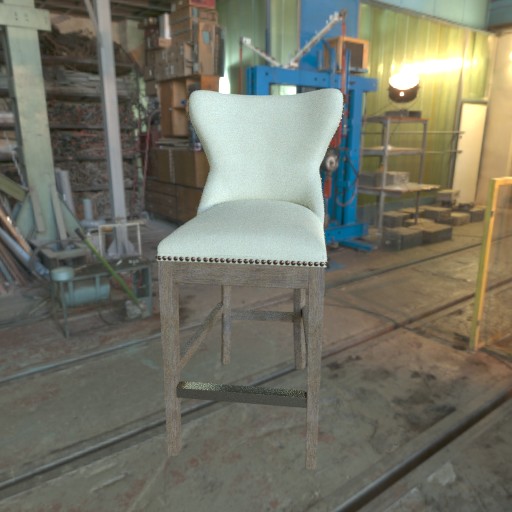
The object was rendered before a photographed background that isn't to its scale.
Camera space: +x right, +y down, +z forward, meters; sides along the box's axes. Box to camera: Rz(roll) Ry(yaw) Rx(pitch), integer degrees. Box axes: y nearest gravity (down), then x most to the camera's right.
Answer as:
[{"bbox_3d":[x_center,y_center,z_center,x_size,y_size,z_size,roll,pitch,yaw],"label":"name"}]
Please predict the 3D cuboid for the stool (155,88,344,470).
[{"bbox_3d":[0.000,0.000,1.338,0.498,0.981,0.608,2,16,8],"label":"stool"}]
